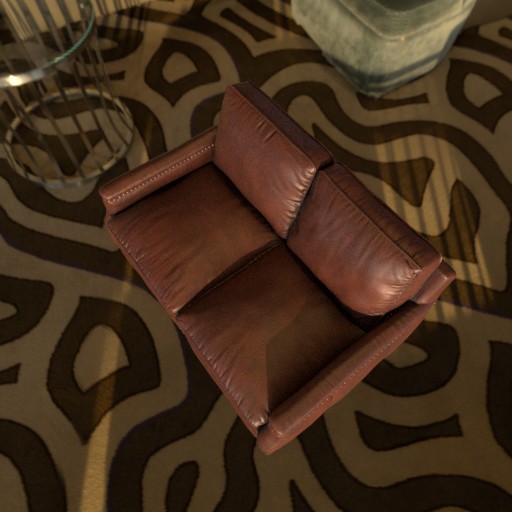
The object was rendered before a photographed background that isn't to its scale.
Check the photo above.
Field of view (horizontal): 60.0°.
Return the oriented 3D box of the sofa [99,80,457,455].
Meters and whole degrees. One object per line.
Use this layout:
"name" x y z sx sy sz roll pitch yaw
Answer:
"sofa" 0.000 0.000 2.355 1.083 1.003 1.628 -34 67 -16
